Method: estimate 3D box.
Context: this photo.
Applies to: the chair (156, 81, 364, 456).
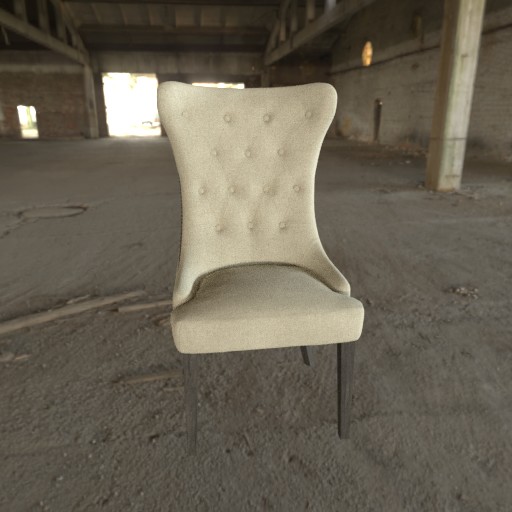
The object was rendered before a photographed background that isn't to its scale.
[{"bbox_3d":[0.000,0.000,1.422,0.584,1.065,0.590,-3,18,-8],"label":"chair"}]
